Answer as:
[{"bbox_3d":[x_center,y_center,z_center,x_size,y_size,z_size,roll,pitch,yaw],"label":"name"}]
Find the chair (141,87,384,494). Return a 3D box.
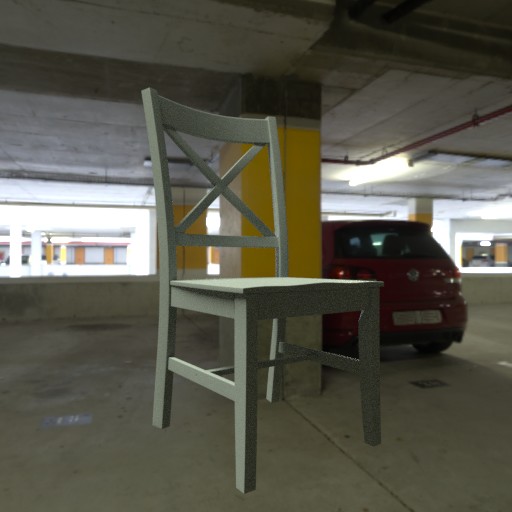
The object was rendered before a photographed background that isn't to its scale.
[{"bbox_3d":[0.000,0.000,1.250,0.485,0.983,0.542,0,-1,-35],"label":"chair"}]
